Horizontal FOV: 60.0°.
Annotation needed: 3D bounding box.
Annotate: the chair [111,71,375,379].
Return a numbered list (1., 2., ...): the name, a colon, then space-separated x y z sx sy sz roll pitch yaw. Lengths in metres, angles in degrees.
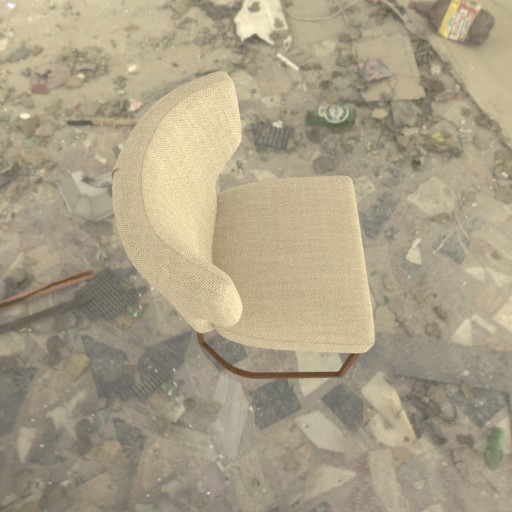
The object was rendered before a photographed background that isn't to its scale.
1. chair: 0.000 0.000 1.279 0.617 0.824 0.611 -1 62 0
